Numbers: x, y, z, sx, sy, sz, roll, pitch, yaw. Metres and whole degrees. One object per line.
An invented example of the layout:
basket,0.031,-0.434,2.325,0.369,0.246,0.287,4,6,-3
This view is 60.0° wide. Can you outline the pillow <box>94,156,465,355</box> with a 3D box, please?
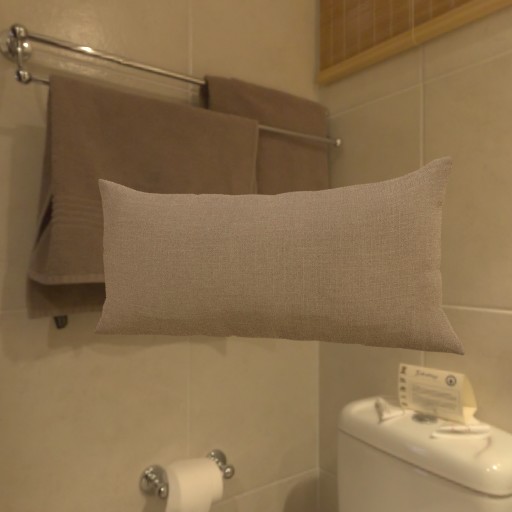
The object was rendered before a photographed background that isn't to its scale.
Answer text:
pillow,0.000,0.000,0.735,0.631,0.290,0.148,0,-1,18
